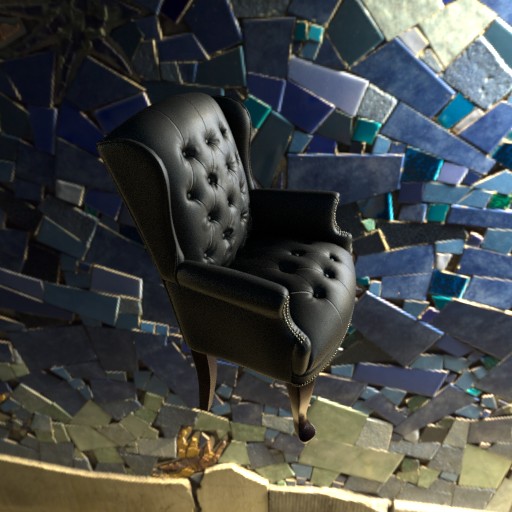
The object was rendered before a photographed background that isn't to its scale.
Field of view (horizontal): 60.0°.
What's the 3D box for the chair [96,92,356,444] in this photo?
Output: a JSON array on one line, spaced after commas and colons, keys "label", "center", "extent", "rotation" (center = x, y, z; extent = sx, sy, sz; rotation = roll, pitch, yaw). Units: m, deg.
[{"label": "chair", "center": [0.000, 0.000, 1.673], "extent": [0.762, 1.111, 0.838], "rotation": [10, 32, 17]}]
